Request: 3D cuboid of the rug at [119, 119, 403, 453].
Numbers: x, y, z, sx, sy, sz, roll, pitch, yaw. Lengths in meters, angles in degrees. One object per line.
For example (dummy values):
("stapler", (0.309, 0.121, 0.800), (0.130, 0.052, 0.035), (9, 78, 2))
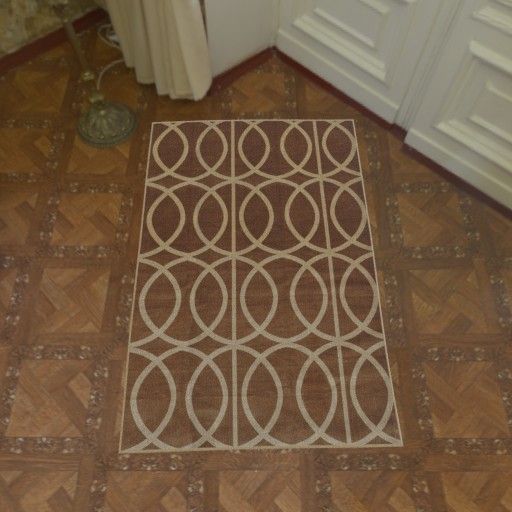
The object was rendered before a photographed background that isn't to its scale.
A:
("rug", (0.000, 0.000, 2.856), (1.528, 0.014, 2.294), (-1, 64, -1))
